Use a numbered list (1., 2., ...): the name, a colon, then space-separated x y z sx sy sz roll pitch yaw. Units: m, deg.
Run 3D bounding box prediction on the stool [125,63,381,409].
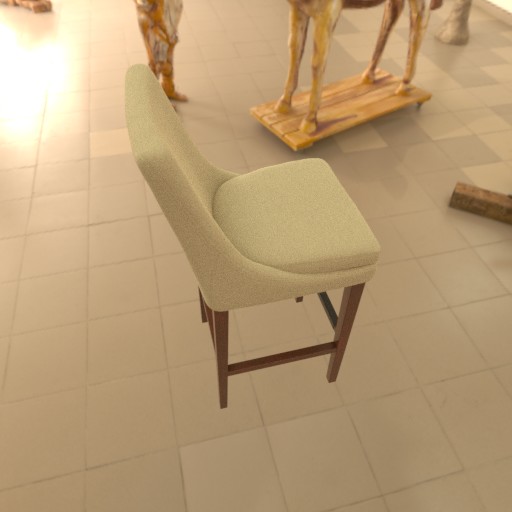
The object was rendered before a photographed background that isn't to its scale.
1. stool: 0.000 0.000 1.367 0.577 1.078 0.470 -11 47 -10
